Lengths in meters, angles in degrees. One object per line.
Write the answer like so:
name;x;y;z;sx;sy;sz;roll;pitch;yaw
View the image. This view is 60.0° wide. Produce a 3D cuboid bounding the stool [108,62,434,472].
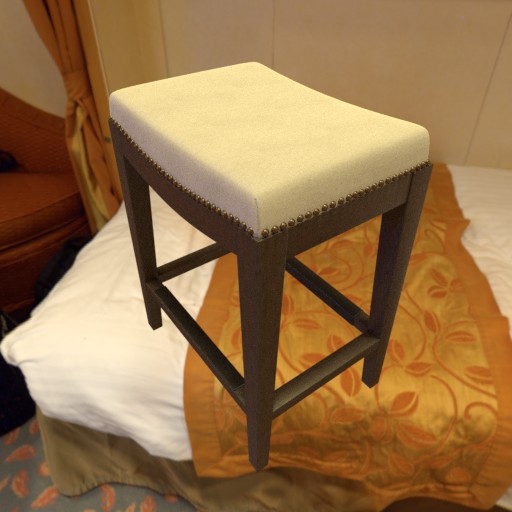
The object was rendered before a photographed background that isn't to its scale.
stool;0.000;0.000;0.938;0.361;0.642;0.500;-25;45;-27
